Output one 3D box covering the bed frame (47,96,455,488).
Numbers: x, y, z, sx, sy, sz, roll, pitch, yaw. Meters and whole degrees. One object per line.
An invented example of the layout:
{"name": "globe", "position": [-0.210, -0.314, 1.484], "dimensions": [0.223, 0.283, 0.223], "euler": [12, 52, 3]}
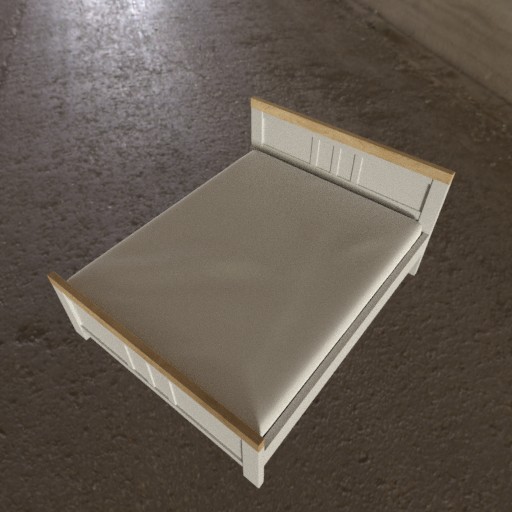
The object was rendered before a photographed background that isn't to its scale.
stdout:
{"name": "bed frame", "position": [0.000, 0.000, 3.022], "dimensions": [1.670, 0.980, 2.050], "euler": [30, 53, 25]}
